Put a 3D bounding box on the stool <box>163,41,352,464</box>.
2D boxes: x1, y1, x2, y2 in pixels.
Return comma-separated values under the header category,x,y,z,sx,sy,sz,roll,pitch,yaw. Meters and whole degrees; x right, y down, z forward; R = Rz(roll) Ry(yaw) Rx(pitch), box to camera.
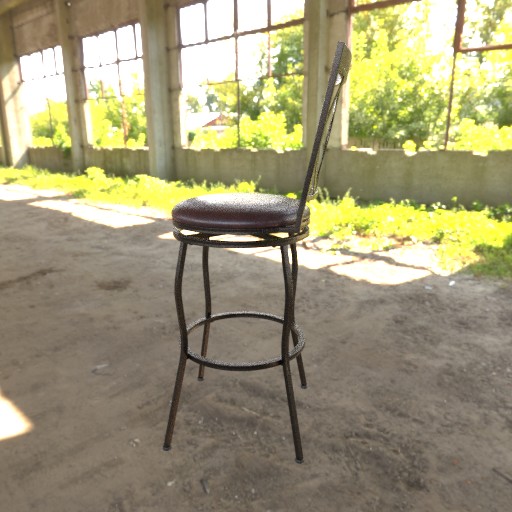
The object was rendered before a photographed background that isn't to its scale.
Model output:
category,x,y,z,sx,sy,sz,roll,pitch,yaw
stool,0.000,0.000,1.377,0.521,1.134,0.432,2,15,8
